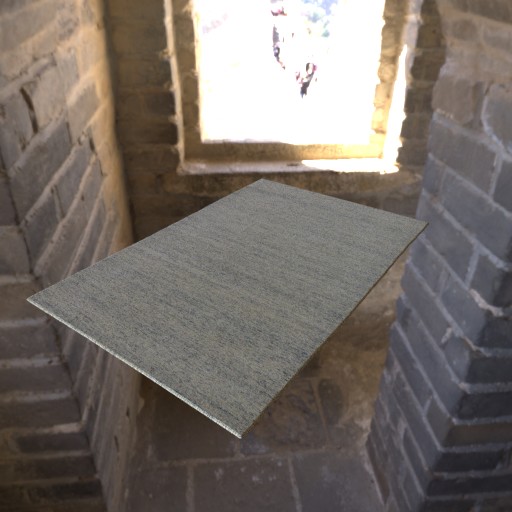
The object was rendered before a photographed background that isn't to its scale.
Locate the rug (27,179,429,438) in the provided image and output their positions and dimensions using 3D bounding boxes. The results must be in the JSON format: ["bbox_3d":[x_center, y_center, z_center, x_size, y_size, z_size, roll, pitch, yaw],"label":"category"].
[{"bbox_3d":[0.000,0.000,2.861,1.523,0.017,2.263,21,37,30],"label":"rug"}]
